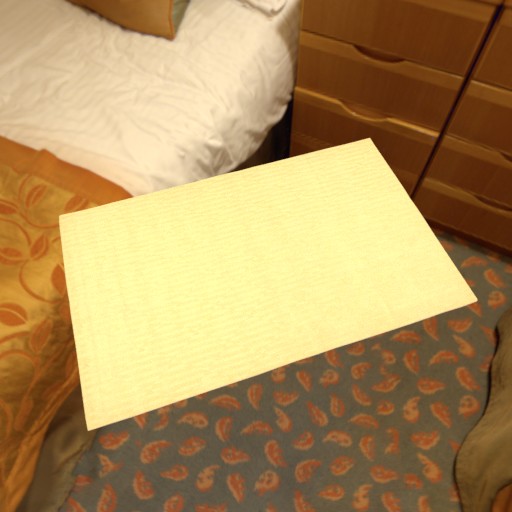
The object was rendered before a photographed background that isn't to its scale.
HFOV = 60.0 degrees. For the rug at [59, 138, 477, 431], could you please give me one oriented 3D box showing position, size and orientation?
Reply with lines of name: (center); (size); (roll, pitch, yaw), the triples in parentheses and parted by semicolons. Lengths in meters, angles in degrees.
rug: (0.000, 0.000, 2.958); (2.441, 0.014, 1.531); (-16, 59, -10)
